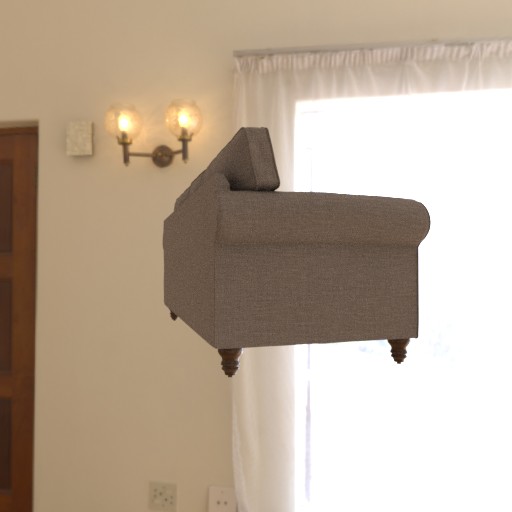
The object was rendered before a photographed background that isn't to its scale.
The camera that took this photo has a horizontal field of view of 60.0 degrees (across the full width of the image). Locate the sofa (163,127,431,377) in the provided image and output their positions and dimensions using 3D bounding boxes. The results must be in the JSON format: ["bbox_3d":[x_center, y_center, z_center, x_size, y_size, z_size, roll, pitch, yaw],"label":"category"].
[{"bbox_3d":[0.000,0.000,2.668,0.916,0.961,2.084,0,-1,-17],"label":"sofa"}]
